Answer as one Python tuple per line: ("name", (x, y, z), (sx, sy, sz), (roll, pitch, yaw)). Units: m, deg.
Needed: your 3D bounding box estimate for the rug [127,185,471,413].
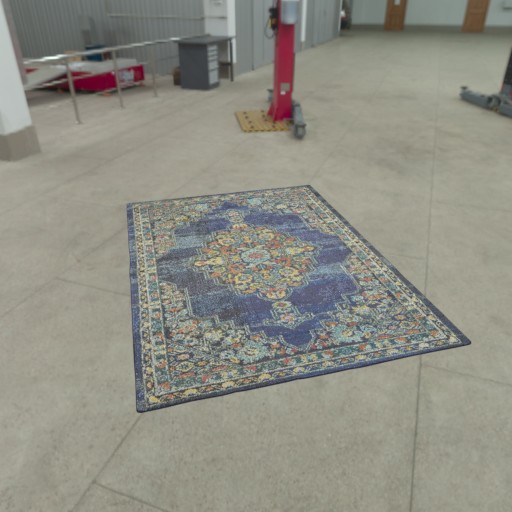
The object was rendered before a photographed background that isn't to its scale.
("rug", (0.000, 0.000, 2.936), (1.630, 0.009, 2.232), (-8, 31, -13))
